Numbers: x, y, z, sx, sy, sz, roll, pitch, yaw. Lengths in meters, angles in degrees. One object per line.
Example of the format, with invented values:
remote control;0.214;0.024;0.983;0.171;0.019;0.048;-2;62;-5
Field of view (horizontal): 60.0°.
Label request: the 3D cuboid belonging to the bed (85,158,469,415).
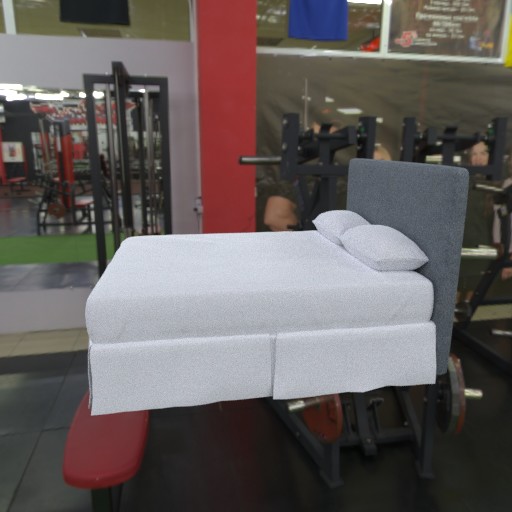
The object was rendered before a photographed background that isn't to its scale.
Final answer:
bed;0.000;0.000;3.197;2.142;1.330;1.713;-2;14;-8
